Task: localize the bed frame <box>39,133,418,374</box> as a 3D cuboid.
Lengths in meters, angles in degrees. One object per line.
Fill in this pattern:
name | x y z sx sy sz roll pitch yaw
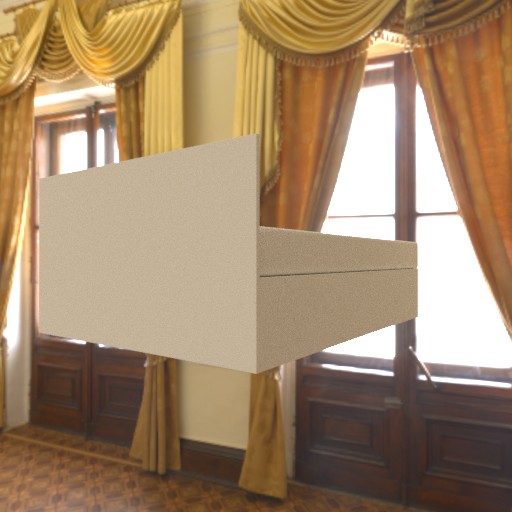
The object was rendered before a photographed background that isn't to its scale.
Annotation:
bed frame | 0.000 0.000 2.652 1.400 0.800 1.900 0 -1 36
